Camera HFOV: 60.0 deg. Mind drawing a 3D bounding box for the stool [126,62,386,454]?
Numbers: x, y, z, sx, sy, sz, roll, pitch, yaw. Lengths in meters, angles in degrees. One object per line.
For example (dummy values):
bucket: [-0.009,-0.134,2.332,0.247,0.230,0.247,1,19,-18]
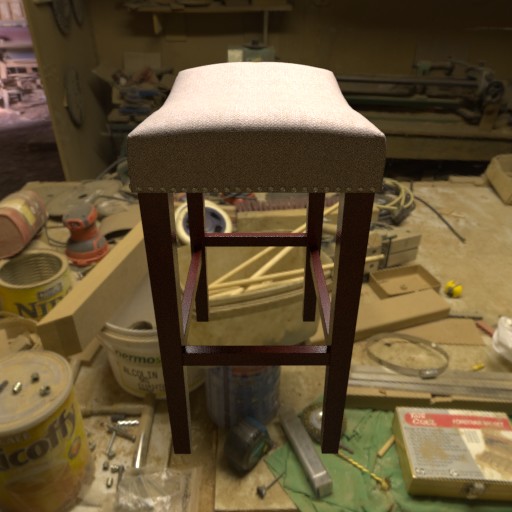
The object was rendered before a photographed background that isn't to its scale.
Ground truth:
stool: [0.000,0.000,0.991,0.372,0.742,0.504,0,32,0]
